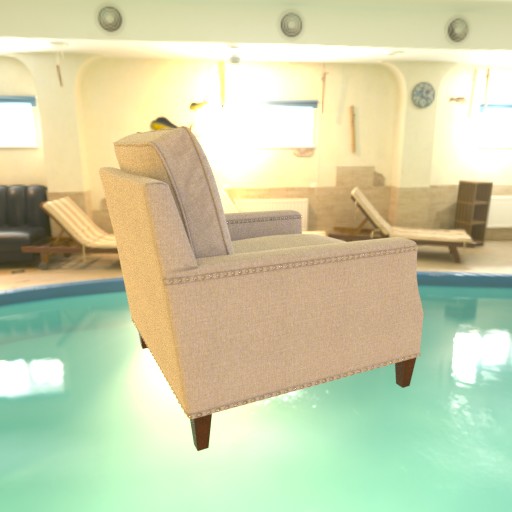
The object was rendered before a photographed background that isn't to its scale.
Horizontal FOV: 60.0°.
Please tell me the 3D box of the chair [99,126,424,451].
[{"bbox_3d":[0.000,0.000,1.730,1.014,0.943,0.853,-7,16,-25],"label":"chair"}]
